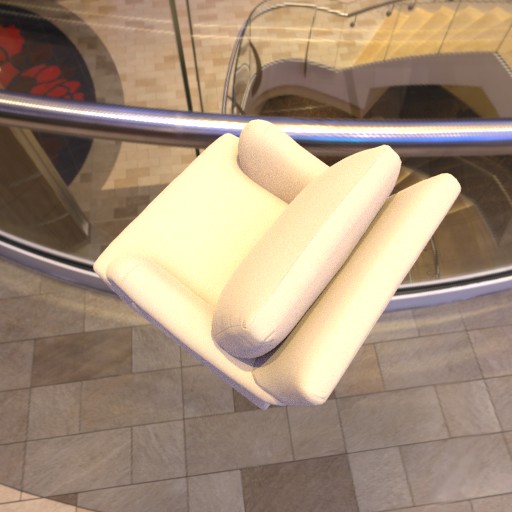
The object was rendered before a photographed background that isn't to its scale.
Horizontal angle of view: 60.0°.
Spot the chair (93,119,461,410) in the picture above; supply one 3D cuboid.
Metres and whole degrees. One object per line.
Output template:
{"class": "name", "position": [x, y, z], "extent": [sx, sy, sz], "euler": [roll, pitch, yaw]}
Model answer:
{"class": "chair", "position": [0.000, 0.000, 1.851], "extent": [1.070, 1.038, 0.955], "euler": [33, 68, 16]}
